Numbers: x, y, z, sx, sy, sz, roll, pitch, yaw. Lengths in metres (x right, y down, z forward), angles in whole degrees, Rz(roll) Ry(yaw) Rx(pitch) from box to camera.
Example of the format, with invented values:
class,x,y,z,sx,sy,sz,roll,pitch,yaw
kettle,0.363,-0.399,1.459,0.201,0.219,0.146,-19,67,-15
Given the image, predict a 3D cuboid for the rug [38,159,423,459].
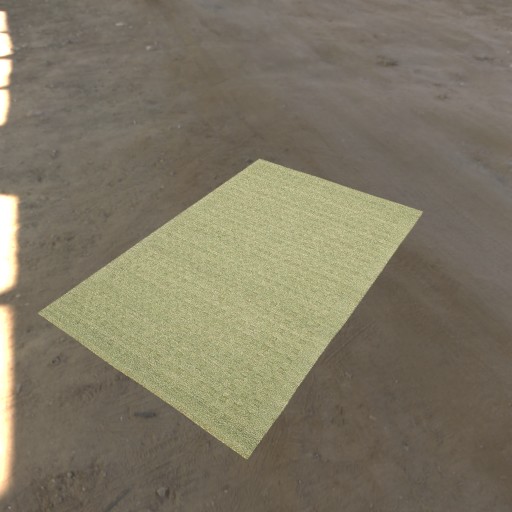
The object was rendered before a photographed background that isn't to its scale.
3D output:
class,x,y,z,sx,sy,sz,roll,pitch,yaw
rug,0.000,0.000,2.260,1.143,0.006,1.747,24,46,26
